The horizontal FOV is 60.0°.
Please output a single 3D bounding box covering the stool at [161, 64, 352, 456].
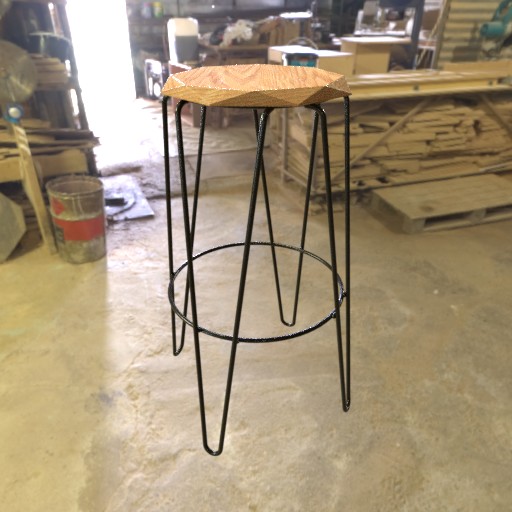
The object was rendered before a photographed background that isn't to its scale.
[{"bbox_3d":[0.000,0.000,0.799,0.326,0.610,0.326,-11,32,-18],"label":"stool"}]
